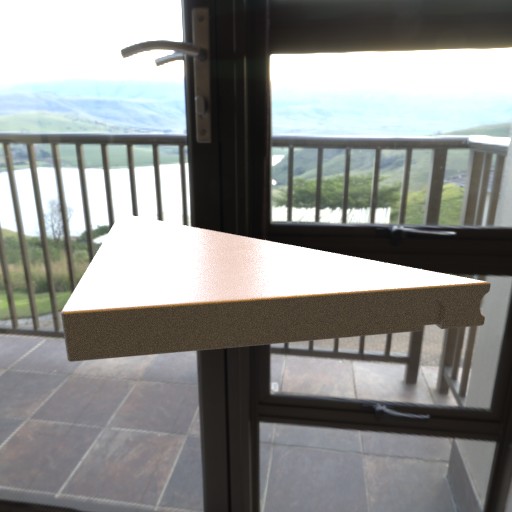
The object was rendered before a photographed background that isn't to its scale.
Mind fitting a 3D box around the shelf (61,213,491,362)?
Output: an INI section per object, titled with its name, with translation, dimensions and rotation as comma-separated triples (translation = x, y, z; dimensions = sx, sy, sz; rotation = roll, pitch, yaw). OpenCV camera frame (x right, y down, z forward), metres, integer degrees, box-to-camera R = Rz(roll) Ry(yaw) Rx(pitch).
[shelf]
translation = 0.000, 0.000, 0.440
dimensions = 0.296, 0.035, 0.296
rotation = -3, 18, -9
